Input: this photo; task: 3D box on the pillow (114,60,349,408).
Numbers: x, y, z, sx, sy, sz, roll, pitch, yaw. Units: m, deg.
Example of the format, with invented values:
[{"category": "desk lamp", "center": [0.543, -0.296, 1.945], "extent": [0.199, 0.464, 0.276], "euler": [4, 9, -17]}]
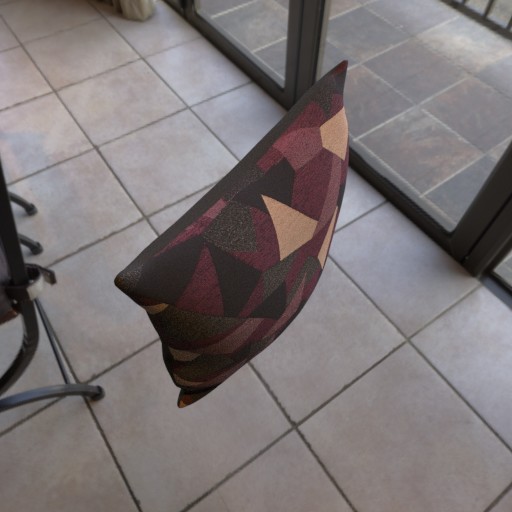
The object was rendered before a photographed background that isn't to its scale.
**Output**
[{"category": "pillow", "center": [0.000, 0.000, 0.773], "extent": [0.208, 0.496, 0.503], "euler": [32, 63, 18]}]
